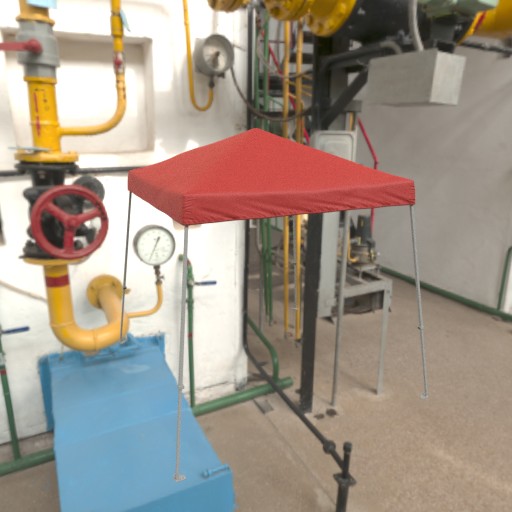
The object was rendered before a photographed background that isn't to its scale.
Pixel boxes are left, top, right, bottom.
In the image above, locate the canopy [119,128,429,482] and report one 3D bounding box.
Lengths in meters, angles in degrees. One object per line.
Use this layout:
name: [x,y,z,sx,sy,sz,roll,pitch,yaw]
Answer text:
canopy: [0.000,0.000,6.485,3.599,3.600,3.600,-7,17,-25]
